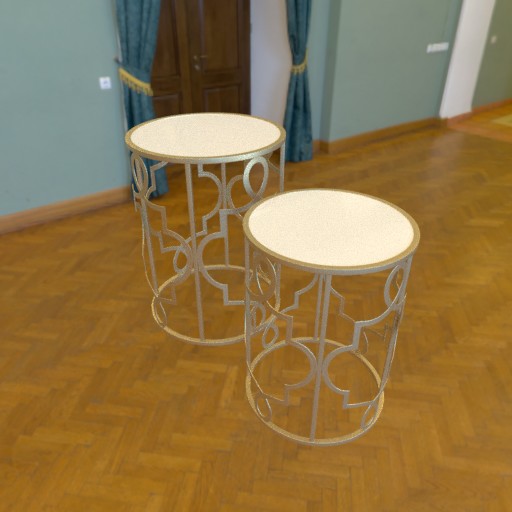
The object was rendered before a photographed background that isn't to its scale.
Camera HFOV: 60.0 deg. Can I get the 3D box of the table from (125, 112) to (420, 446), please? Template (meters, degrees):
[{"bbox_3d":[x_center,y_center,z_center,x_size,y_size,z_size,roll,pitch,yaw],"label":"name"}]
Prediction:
[{"bbox_3d":[0.000,0.000,1.179,0.420,0.564,0.846,-22,38,-32],"label":"table"}]
